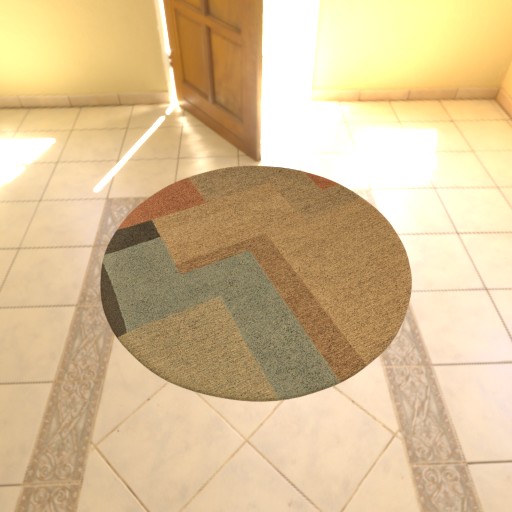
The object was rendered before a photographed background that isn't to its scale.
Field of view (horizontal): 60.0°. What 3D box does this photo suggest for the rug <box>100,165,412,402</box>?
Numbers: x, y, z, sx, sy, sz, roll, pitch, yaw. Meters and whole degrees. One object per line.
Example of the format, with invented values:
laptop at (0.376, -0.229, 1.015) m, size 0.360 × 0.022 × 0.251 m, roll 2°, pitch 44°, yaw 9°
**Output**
rug at (0.000, 0.000, 3.589) m, size 2.461 × 0.033 × 2.461 m, roll 0°, pitch 47°, yaw 0°
